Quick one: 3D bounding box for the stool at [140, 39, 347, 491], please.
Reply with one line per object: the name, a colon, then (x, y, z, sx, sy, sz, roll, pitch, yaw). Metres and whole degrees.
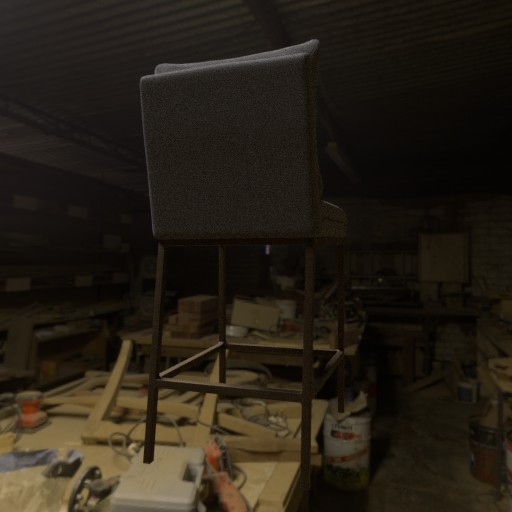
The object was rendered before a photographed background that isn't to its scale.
stool: (0.000, 0.000, 1.293, 0.463, 1.031, 0.569, 0, 0, 18)
